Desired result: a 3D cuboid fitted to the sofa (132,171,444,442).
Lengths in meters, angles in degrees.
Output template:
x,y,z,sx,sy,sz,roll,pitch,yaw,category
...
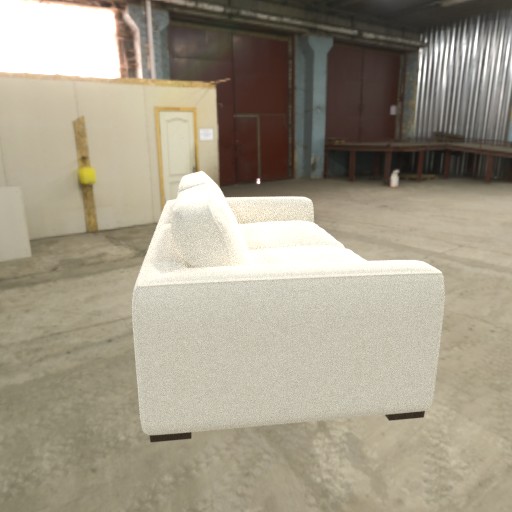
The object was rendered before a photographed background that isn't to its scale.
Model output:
x,y,z,sx,sy,sz,roll,pitch,yaw,category
0.000,0.000,2.367,1.069,0.801,1.920,-2,15,-8,sofa
